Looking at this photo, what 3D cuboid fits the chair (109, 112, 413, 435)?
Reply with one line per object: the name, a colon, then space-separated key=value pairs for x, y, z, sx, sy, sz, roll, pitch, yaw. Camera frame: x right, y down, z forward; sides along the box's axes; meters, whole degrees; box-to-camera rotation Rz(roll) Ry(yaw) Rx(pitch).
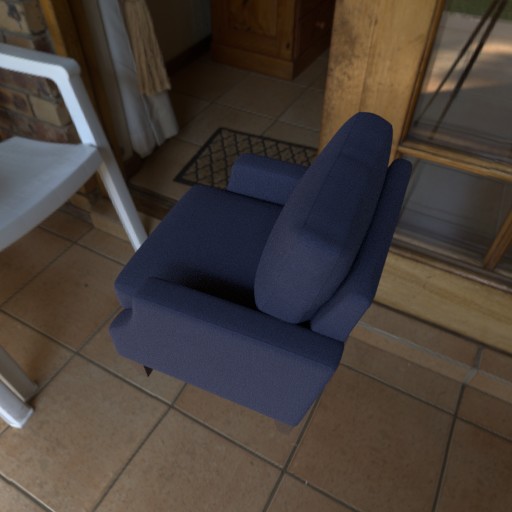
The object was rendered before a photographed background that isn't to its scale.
chair: x=0.000 y=0.000 z=1.658 sx=0.897 sy=0.991 sz=0.855 roll=17 pitch=49 yaw=15
